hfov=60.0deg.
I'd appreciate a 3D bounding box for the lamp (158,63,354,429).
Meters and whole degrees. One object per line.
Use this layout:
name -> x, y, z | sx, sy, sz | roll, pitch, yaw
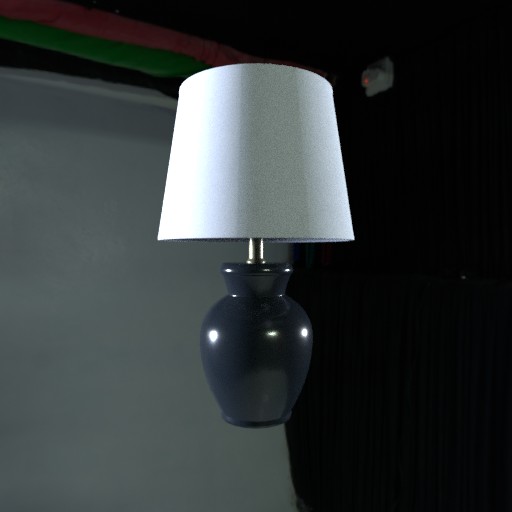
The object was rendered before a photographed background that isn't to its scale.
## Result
lamp -> 0.000, 0.000, 0.553 | 0.239, 0.399, 0.239 | 0, 1, 0
